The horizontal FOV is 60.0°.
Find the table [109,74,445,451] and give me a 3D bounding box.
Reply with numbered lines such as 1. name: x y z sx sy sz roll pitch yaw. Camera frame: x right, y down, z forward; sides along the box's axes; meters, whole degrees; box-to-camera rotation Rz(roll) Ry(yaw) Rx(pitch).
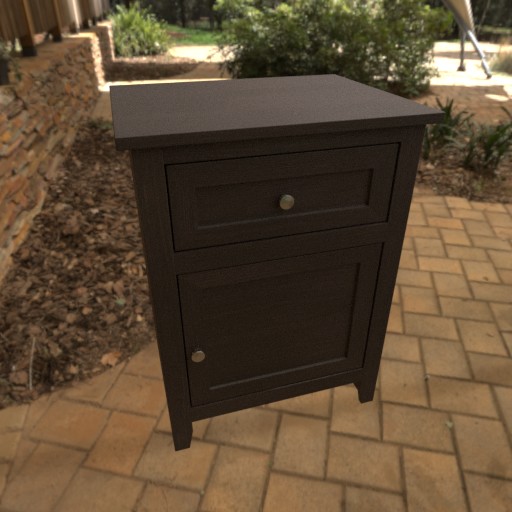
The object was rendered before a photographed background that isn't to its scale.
1. table: 0.000 0.000 0.924 0.480 0.635 0.381 -9 32 -14
